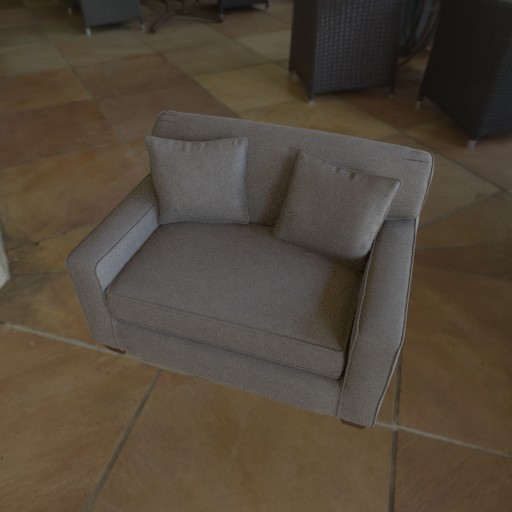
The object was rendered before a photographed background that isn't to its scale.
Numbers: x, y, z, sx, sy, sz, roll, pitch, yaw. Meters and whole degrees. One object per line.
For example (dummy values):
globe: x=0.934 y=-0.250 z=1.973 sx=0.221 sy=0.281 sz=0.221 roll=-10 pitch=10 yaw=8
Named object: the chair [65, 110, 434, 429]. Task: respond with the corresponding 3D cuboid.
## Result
chair: x=0.000 y=0.000 z=2.095 sx=1.395 sy=0.953 sz=0.992 roll=13 pitch=43 yaw=14
